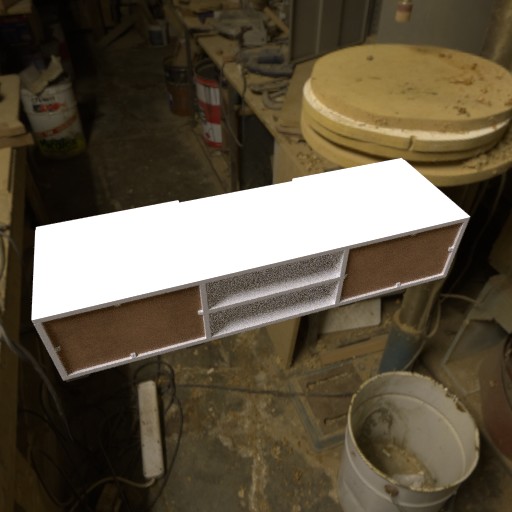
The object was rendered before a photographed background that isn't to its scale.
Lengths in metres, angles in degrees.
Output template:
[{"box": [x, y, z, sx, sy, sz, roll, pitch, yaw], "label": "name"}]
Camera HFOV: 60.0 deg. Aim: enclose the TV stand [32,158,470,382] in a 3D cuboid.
[{"box": [0.000, 0.000, 1.594, 1.400, 0.310, 0.420, -13, 44, -14], "label": "TV stand"}]
